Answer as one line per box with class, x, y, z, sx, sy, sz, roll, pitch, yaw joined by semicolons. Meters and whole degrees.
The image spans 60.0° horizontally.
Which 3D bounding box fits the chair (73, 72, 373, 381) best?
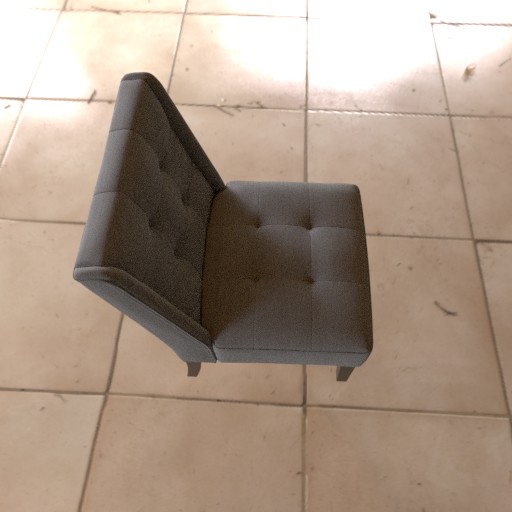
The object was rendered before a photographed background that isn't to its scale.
chair;0.000;0.000;1.308;0.676;0.853;0.569;2;63;1
